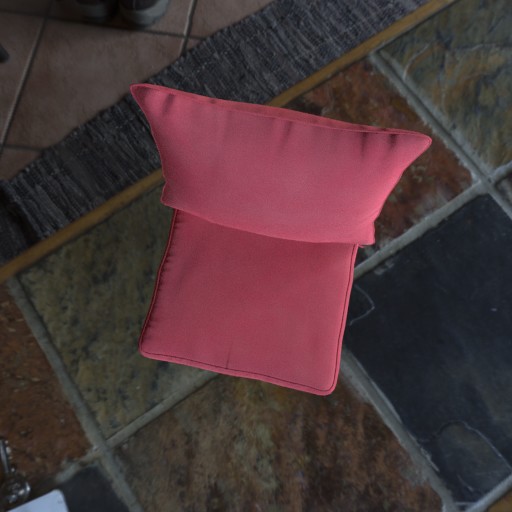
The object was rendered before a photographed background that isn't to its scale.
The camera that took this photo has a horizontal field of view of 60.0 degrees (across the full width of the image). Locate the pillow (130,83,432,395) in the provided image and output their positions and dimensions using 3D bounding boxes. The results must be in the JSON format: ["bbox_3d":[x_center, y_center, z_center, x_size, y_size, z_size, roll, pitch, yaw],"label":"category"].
[{"bbox_3d":[0.000,0.000,1.364,0.798,0.725,0.733,11,75,3],"label":"pillow"}]
